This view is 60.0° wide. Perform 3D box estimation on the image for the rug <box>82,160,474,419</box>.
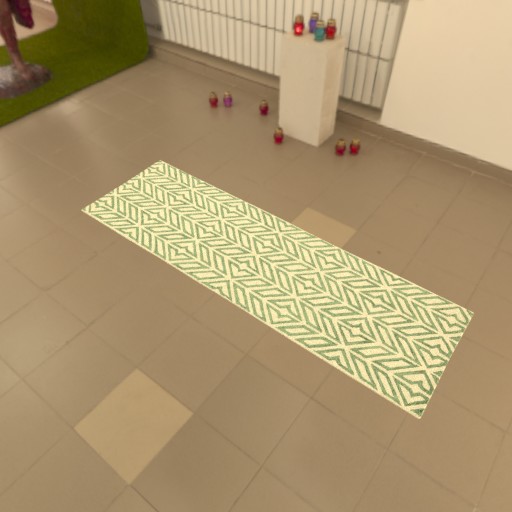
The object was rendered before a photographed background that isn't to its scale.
[{"bbox_3d":[0.000,0.000,2.735,2.435,0.009,0.750,29,53,25],"label":"rug"}]
